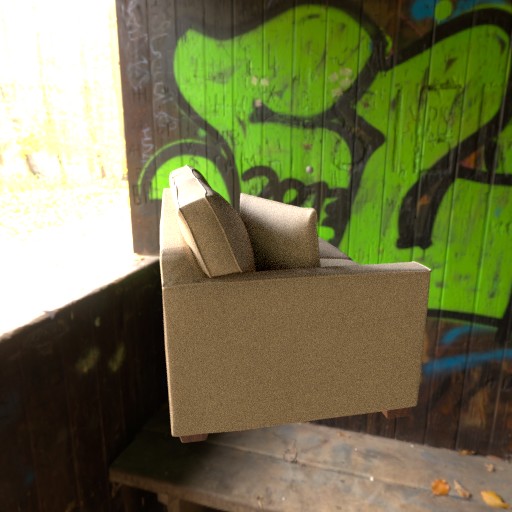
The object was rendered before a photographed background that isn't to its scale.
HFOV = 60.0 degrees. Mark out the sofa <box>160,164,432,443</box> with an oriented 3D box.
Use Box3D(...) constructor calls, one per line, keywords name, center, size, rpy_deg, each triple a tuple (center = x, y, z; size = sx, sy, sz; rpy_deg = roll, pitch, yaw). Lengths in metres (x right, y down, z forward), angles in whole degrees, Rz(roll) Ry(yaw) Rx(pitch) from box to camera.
Box3D(name="sofa", center=(0.000, 0.000, 2.538), size=(1.034, 0.946, 1.962), rpy_deg=(-3, 15, -11))
